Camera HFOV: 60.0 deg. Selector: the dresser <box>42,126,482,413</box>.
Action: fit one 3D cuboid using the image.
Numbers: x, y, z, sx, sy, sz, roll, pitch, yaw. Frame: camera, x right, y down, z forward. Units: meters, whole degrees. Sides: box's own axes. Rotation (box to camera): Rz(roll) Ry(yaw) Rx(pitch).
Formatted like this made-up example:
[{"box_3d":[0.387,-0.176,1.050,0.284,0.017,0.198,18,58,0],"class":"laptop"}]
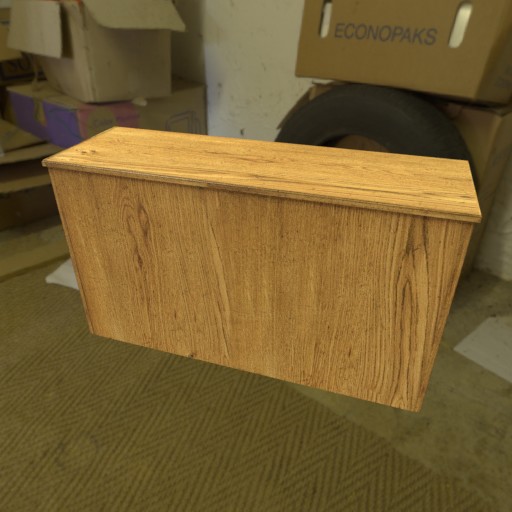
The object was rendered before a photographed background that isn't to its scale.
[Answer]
[{"box_3d":[0.000,0.000,2.060,1.657,0.932,0.563,10,33,15],"class":"dresser"}]
